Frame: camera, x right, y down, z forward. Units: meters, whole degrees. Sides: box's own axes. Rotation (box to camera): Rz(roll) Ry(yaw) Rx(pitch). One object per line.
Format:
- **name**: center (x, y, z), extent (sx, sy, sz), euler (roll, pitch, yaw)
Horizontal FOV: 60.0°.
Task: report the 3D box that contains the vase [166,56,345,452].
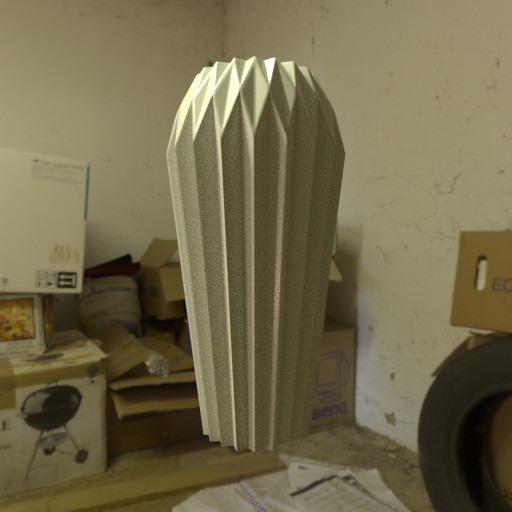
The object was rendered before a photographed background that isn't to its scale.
- **vase**: center (0.000, 0.000, 0.336), extent (0.133, 0.263, 0.133), euler (0, 2, 0)
